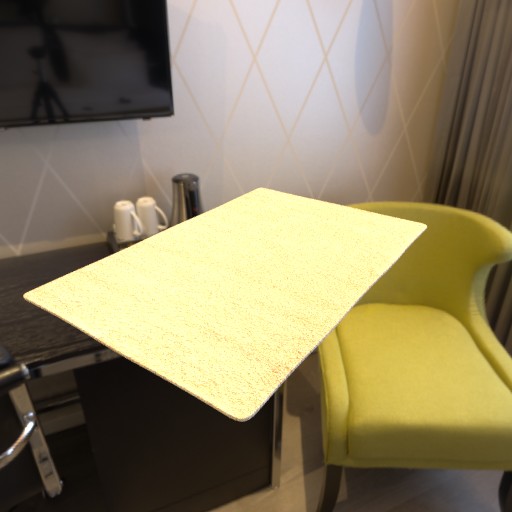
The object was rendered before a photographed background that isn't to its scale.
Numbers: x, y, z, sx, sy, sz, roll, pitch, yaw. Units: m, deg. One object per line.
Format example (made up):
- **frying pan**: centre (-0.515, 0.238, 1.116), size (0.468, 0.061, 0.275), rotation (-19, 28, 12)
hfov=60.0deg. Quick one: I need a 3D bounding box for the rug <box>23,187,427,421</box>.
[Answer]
- **rug**: centre (0.000, 0.000, 3.372), size (1.798, 0.025, 2.698), rotation (18, 32, 31)
